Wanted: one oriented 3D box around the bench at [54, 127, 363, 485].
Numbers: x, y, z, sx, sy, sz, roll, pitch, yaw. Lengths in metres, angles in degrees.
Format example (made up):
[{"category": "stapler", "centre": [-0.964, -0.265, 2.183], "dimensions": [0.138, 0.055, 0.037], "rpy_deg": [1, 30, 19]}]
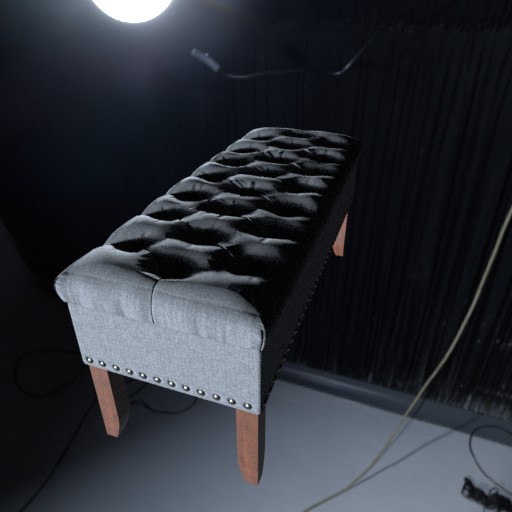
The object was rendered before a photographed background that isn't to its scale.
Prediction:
[{"category": "bench", "centre": [0.000, 0.000, 1.267], "dimensions": [0.417, 0.470, 1.052], "rpy_deg": [11, 33, 17]}]
